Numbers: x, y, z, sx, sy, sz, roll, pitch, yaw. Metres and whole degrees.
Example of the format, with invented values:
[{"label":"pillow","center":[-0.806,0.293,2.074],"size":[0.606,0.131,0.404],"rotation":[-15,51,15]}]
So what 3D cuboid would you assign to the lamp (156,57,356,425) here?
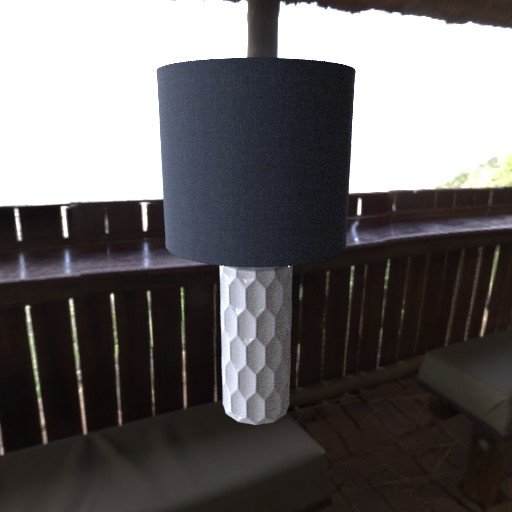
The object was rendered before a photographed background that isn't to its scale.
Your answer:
[{"label":"lamp","center":[0.000,0.000,0.697],"size":[0.277,0.537,0.277],"rotation":[-15,22,-43]}]
